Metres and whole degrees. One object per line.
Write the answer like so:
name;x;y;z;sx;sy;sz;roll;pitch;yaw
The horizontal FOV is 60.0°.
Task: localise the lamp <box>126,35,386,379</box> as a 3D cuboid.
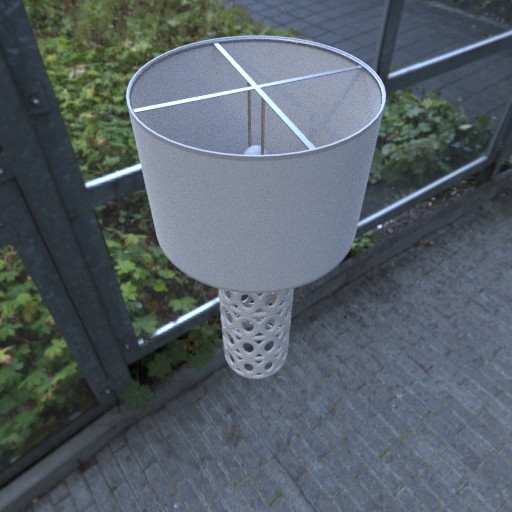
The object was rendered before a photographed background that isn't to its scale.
lamp;0.000;0.000;0.796;0.324;0.636;0.325;-17;49;-16
